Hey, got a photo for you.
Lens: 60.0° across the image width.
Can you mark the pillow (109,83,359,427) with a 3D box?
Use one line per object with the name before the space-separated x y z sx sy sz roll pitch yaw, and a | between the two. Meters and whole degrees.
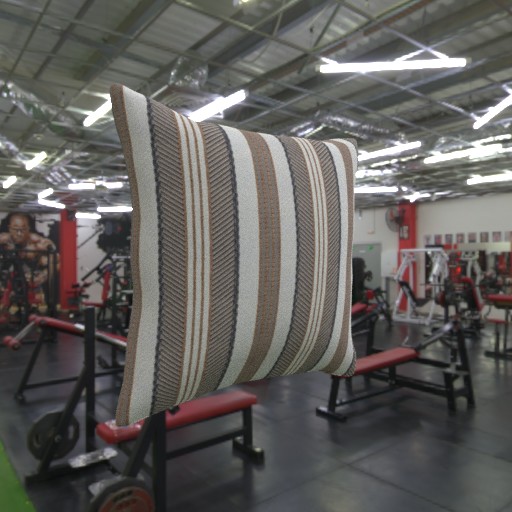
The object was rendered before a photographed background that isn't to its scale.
pillow | 0.000 0.000 0.632 0.416 0.401 0.173 0 0 -36
